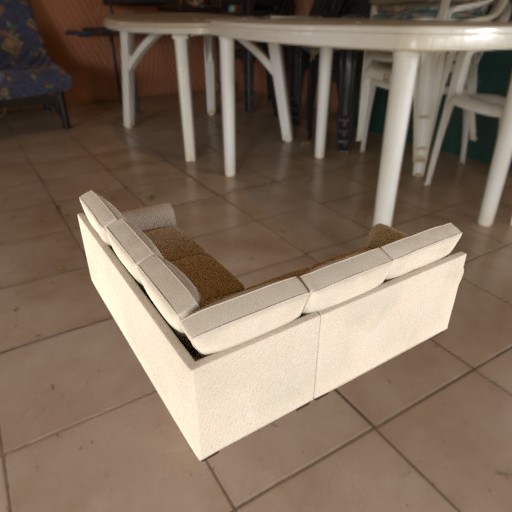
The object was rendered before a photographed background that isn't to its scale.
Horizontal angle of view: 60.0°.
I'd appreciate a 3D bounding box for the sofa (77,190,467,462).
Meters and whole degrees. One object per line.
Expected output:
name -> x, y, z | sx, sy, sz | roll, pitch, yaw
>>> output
sofa -> 0.000, 0.000, 4.011 | 2.487, 1.054, 2.569 | -18, 34, -28
